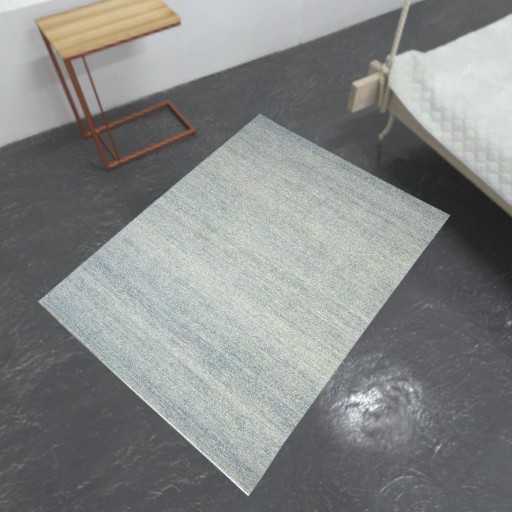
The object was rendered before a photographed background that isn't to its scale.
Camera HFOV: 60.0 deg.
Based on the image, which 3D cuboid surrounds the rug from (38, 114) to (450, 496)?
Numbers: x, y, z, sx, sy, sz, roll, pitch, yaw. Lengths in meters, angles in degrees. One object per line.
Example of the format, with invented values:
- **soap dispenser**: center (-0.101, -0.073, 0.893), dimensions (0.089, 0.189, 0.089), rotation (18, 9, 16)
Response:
- **rug**: center (0.000, 0.000, 4.240), dimensions (2.461, 0.046, 3.237), rotation (34, 64, 19)
